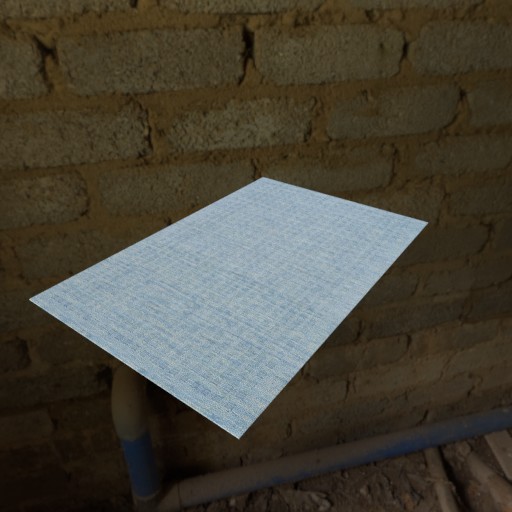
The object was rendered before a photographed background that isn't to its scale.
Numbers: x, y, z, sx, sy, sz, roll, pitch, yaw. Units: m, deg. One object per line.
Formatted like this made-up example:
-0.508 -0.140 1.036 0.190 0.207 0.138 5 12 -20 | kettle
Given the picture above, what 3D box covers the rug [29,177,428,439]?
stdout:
0.000 0.000 2.921 1.522 0.006 2.286 21 38 30 | rug
